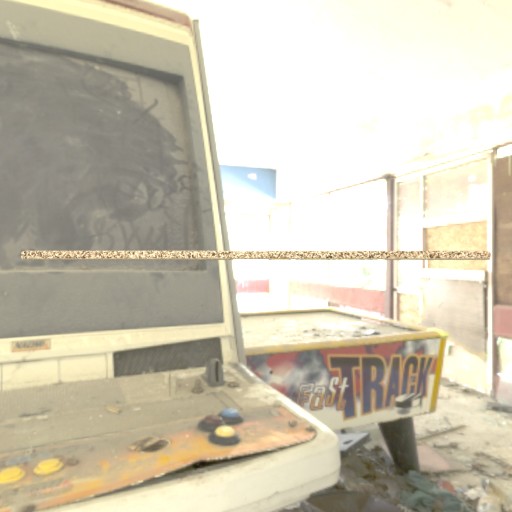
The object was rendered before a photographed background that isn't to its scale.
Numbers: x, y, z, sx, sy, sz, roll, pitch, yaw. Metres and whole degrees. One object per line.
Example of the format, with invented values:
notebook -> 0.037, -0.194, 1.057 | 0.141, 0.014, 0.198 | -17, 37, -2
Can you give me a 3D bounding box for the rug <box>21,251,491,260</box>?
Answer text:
rug -> 0.000, 0.000, 1.730 | 1.524, 0.030, 0.609 | 0, 0, 0
